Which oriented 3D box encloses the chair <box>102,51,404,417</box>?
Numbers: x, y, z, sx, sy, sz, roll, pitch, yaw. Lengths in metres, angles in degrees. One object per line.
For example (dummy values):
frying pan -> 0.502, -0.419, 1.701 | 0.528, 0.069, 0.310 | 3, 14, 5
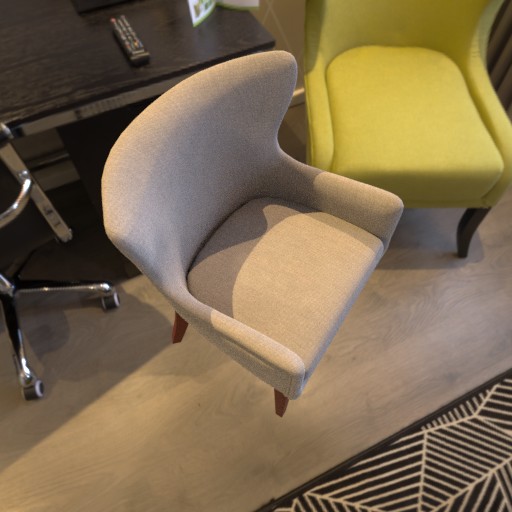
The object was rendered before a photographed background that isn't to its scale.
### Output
chair -> 0.000, 0.000, 1.424 | 0.677, 0.948, 0.732 | 29, 63, 17
